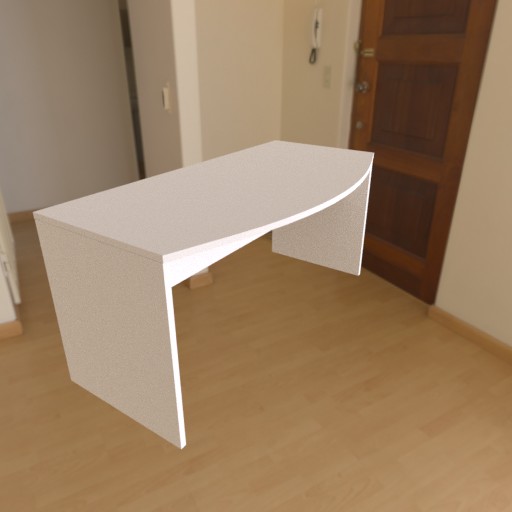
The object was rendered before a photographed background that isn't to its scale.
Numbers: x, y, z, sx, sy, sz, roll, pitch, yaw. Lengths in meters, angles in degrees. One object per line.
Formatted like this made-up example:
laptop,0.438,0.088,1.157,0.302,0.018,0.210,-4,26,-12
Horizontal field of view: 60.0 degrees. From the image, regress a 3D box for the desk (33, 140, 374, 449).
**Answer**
desk,0.000,0.000,2.105,0.802,0.750,1.600,16,30,31
